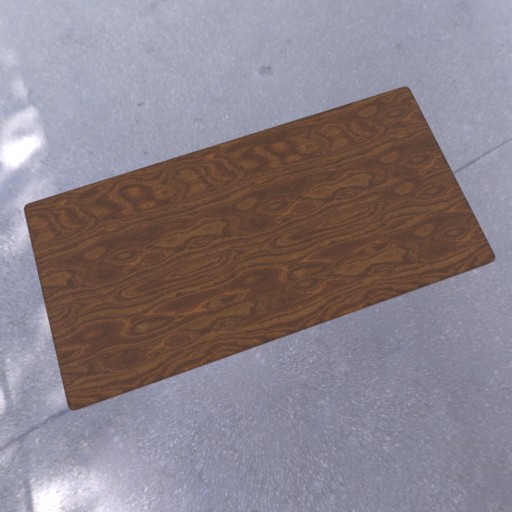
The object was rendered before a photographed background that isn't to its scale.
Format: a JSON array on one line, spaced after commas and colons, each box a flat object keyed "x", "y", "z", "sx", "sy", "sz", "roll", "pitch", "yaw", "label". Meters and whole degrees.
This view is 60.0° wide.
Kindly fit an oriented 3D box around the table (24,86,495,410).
[{"x": 0.000, "y": 0.000, "z": 2.211, "sx": 1.791, "sy": 0.753, "sz": 0.883, "roll": -19, "pitch": 75, "yaw": -5, "label": "table"}]
